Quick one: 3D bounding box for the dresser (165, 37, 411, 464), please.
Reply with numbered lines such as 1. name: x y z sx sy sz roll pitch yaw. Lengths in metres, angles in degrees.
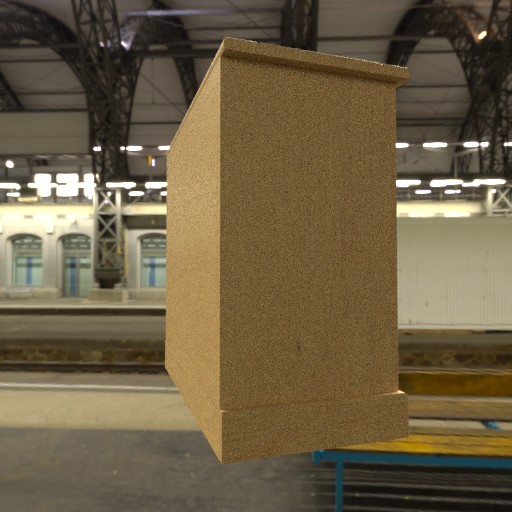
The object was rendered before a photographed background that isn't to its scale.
1. dresser: 0.000 0.000 1.363 0.440 0.835 0.915 1 -2 -18
